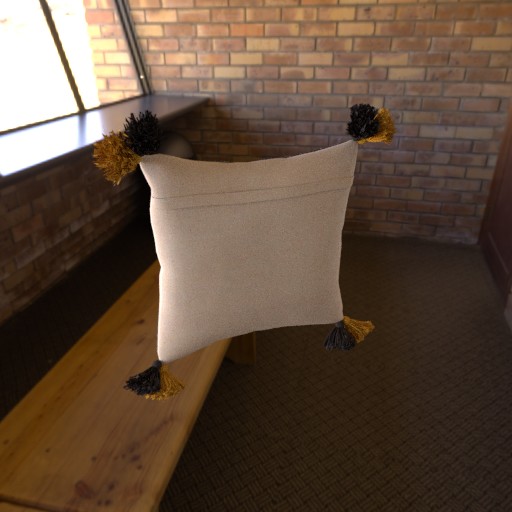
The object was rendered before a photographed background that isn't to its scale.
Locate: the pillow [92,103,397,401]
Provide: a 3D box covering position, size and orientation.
[{"bbox_3d":[0.000,0.000,0.998,0.654,0.659,0.139,-9,27,-18],"label":"pillow"}]
